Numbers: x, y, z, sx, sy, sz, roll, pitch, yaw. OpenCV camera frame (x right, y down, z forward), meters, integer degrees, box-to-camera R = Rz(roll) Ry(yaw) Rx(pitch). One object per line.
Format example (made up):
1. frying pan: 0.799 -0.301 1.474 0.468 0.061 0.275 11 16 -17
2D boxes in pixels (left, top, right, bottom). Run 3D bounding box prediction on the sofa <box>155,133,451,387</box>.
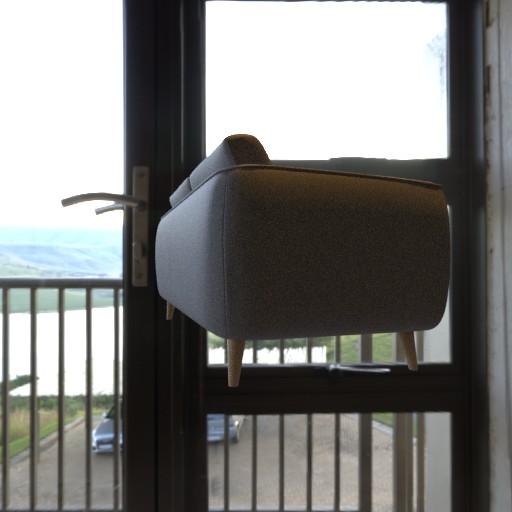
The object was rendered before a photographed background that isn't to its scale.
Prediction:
1. sofa: 0.000 0.000 2.430 0.920 0.870 2.000 0 -1 -18
